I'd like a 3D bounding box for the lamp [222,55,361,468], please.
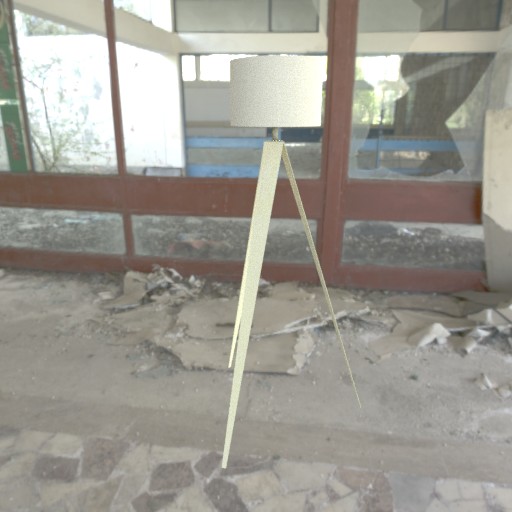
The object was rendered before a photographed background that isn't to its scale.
[{"bbox_3d":[0.000,0.000,1.885,0.716,1.524,0.724,17,24,42],"label":"lamp"}]
